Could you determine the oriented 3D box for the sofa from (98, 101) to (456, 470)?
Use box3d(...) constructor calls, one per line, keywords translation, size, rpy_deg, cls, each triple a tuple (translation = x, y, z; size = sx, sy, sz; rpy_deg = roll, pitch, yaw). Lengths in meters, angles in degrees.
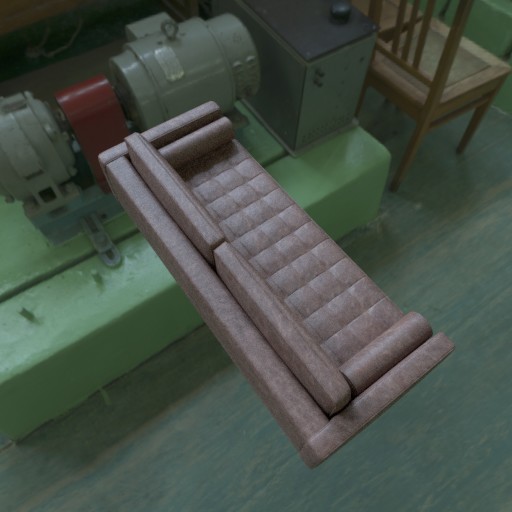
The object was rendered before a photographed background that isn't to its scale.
box3d(translation=(0.000, 0.000, 2.660), size=(0.914, 0.762, 2.210), rpy_deg=(-32, 65, -17), cls="sofa")
